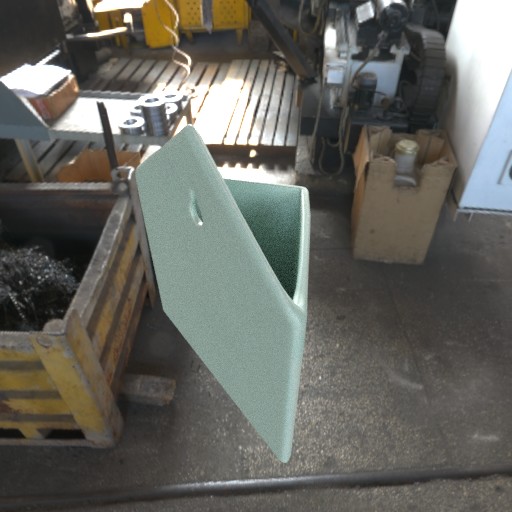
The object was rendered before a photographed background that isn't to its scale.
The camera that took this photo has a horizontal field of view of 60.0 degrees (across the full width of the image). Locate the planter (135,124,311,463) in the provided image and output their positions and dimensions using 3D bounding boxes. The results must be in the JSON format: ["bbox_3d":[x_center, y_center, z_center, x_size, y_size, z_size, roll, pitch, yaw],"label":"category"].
[{"bbox_3d":[0.000,0.000,0.281,0.079,0.197,0.164,-26,48,-26],"label":"planter"}]
